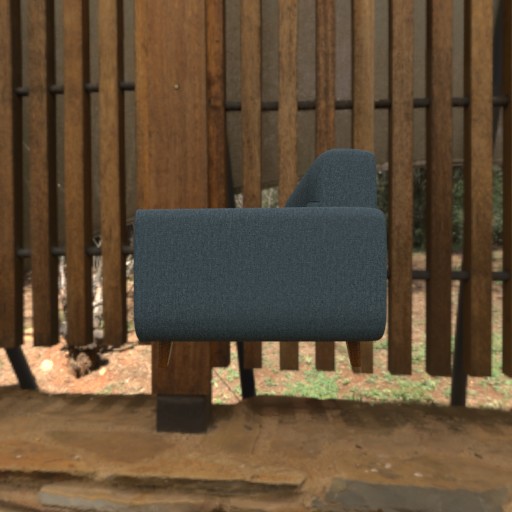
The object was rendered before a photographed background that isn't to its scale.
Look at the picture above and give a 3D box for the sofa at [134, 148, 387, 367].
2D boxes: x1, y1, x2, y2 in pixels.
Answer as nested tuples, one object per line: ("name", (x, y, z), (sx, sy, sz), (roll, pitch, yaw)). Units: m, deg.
("sofa", (0.000, 0.000, 2.628), (0.942, 0.884, 2.055), (0, 0, -1))
